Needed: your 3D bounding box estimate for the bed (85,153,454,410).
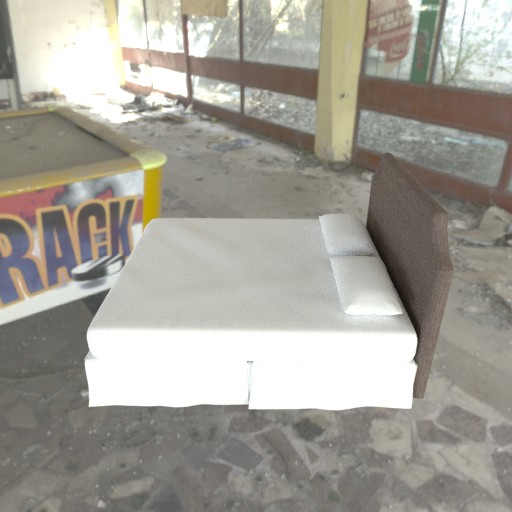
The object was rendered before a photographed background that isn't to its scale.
[{"bbox_3d":[0.000,0.000,4.245,2.773,1.590,2.350,1,28,1],"label":"bed"}]
